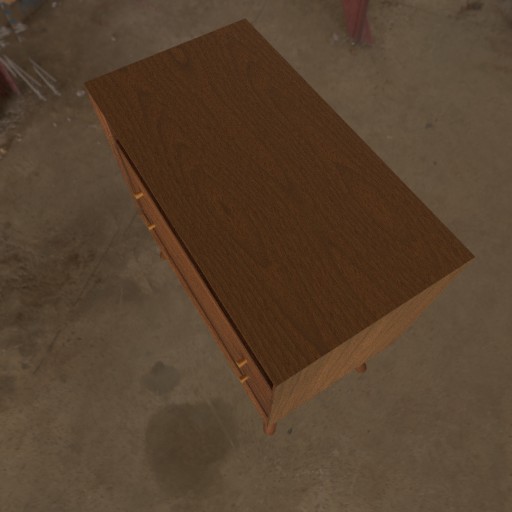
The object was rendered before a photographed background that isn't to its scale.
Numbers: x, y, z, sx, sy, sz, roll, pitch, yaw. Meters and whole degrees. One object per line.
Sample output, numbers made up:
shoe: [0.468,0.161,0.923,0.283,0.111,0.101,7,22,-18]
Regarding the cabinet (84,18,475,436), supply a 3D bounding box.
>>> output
cabinet: [0.000,0.000,1.134,0.388,0.748,0.712,-29,66,-14]
